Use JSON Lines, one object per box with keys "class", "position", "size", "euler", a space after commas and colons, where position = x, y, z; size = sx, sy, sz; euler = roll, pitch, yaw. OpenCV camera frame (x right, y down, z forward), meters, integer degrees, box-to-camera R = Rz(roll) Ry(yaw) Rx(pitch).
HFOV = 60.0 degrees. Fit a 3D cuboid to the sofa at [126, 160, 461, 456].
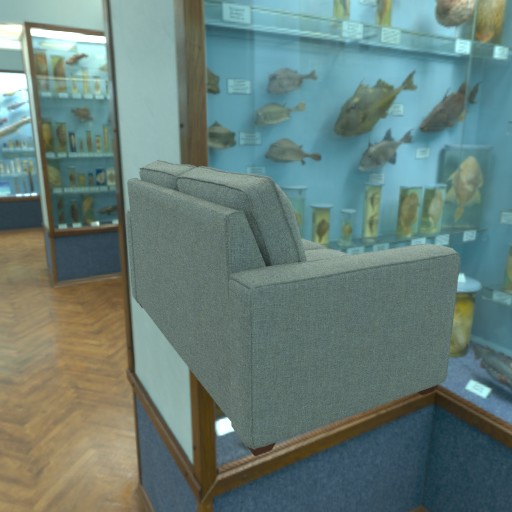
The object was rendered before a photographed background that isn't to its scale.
{"class": "sofa", "position": [0.000, 0.000, 2.248], "size": [0.945, 0.915, 1.706], "euler": [-8, 17, -27]}
